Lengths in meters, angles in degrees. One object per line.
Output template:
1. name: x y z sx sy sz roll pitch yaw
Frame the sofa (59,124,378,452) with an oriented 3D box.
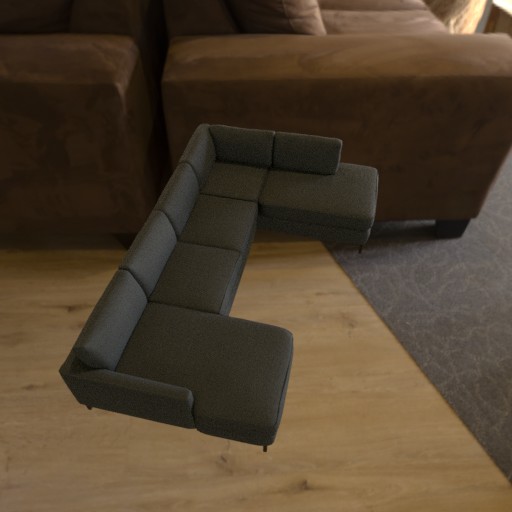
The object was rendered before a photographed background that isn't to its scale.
1. sofa: 0.000 0.000 3.842 1.984 0.858 2.975 9 48 9
